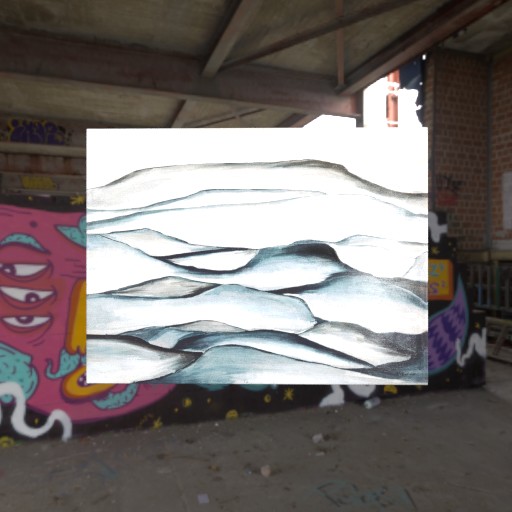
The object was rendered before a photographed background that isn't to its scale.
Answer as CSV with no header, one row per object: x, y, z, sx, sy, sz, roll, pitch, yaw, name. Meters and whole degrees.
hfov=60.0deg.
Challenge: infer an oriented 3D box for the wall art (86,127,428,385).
0.000,0.000,1.599,1.219,0.915,0.039,0,0,1,wall art
